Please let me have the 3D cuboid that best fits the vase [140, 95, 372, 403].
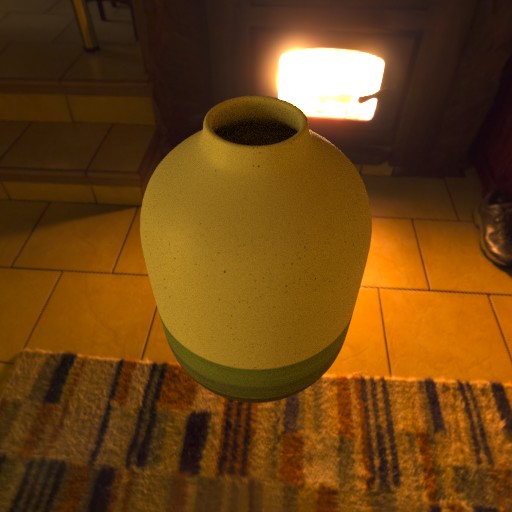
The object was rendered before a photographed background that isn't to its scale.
[{"bbox_3d":[0.000,0.000,0.356,0.169,0.240,0.169,0,46,0],"label":"vase"}]
